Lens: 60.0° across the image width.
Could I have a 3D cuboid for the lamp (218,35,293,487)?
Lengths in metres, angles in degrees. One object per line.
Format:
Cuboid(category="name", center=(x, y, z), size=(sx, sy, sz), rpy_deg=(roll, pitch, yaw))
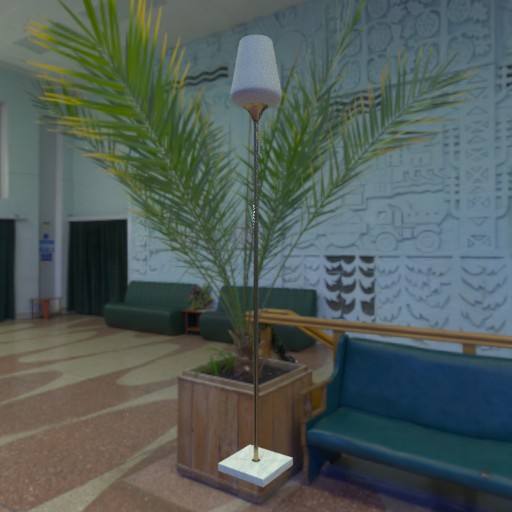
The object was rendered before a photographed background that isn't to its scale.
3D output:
Cuboid(category="lamp", center=(0.000, 0.000, 1.890), size=(0.232, 1.813, 0.229), rpy_deg=(0, 0, 35))
